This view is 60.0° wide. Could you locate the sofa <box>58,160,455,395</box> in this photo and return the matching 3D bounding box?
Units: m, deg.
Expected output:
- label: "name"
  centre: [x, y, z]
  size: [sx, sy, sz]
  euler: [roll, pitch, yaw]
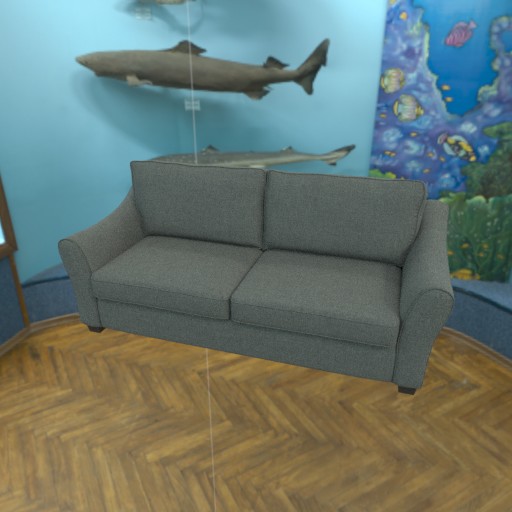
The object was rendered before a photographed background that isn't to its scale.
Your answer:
- label: "sofa"
  centre: [0.000, 0.000, 2.741]
  size: [2.203, 0.976, 1.013]
  euler: [7, 25, 16]
